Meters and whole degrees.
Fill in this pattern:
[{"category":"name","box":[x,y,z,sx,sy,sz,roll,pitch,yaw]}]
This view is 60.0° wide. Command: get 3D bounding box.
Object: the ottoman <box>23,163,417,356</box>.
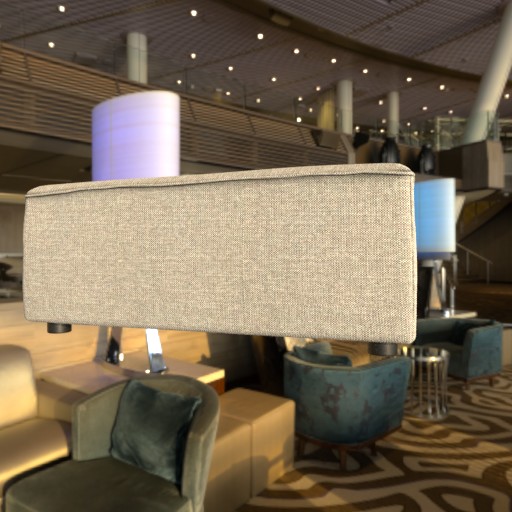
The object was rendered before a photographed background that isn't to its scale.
[{"category":"ottoman","box":[0.000,0.000,1.507,1.017,0.423,1.023,0,0,19]}]
